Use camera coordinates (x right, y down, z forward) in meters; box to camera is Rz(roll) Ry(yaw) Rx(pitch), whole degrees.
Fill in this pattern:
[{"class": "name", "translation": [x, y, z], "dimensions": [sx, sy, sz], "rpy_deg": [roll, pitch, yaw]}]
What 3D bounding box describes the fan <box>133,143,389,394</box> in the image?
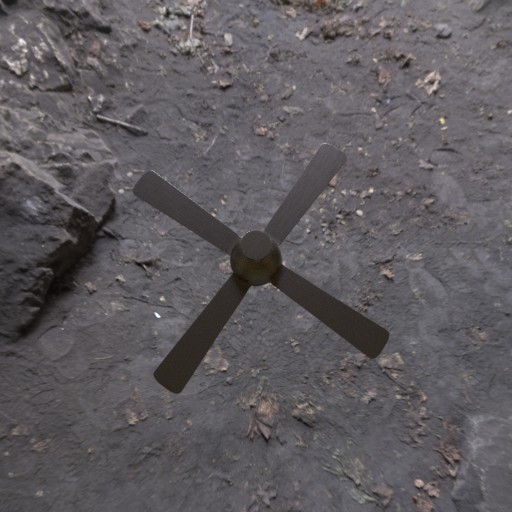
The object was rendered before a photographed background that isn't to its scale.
[{"class": "fan", "translation": [0.000, 0.000, 1.977], "dimensions": [1.321, 0.381, 1.321], "rpy_deg": [-33, 79, -8]}]
